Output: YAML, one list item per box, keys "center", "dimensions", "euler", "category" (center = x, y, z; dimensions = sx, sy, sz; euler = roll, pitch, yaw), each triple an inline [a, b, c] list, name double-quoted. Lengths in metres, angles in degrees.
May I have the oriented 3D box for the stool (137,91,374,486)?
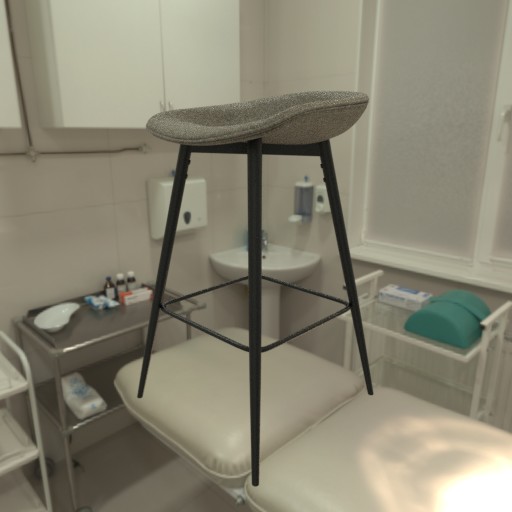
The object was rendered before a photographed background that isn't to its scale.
- center: [0.000, 0.000, 1.135]
  dimensions: [0.469, 0.814, 0.480]
  euler: [15, 22, 42]
  category: "stool"
